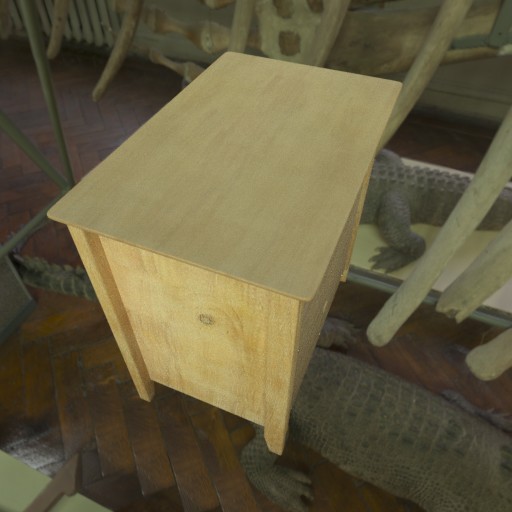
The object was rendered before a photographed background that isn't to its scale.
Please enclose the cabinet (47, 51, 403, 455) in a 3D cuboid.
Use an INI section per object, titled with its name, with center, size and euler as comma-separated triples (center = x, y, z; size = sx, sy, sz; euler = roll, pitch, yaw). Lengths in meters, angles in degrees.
[cabinet]
center = 0.000, 0.000, 1.241
size = 0.503, 0.762, 0.763
euler = 17, 49, 15
